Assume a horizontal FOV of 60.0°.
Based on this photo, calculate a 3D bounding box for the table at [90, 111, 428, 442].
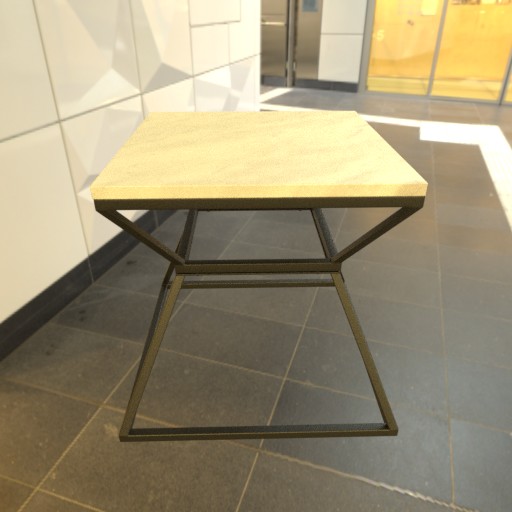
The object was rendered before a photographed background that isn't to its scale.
[{"bbox_3d":[0.000,0.000,0.814,0.455,0.431,0.455,-1,30,-1],"label":"table"}]
